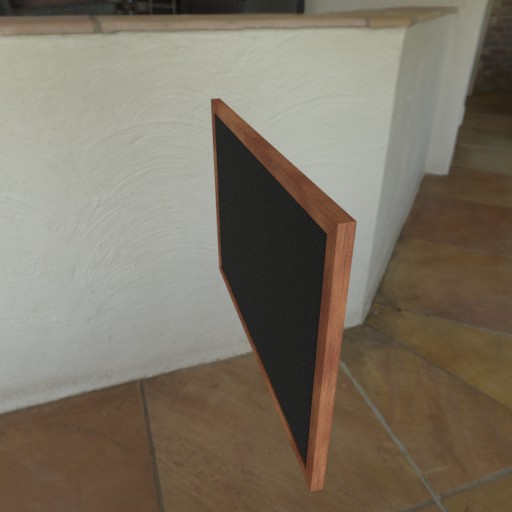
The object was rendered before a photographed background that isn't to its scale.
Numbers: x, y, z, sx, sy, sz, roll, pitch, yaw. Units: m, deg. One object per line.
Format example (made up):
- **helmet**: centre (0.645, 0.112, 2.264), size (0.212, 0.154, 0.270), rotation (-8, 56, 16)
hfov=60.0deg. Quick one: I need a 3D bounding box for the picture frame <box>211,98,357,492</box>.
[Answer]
- **picture frame**: centre (0.000, 0.000, 1.190), size (0.029, 0.640, 0.950), rotation (-8, 31, -14)
